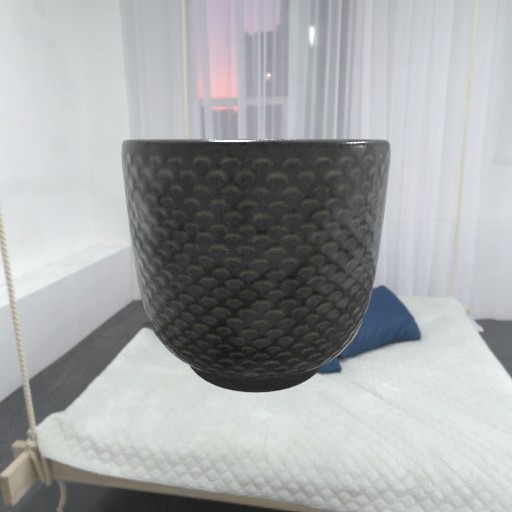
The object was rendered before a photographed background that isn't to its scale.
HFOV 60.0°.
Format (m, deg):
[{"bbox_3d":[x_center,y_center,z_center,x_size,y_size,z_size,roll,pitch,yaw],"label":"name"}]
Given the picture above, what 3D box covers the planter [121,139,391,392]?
[{"bbox_3d":[0.000,0.000,0.254,0.140,0.129,0.140,0,15,0],"label":"planter"}]
